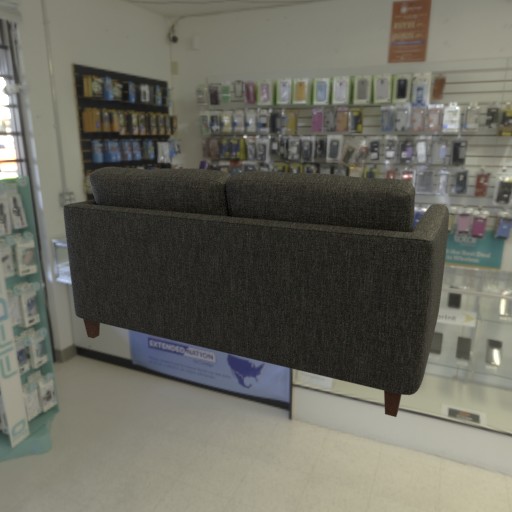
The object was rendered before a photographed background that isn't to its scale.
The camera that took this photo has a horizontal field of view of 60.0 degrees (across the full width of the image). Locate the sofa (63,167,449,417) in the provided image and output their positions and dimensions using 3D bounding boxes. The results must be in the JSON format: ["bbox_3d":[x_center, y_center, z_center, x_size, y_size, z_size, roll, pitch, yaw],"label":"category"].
[{"bbox_3d":[0.000,0.000,2.436,1.884,0.963,0.950,7,17,25],"label":"sofa"}]
